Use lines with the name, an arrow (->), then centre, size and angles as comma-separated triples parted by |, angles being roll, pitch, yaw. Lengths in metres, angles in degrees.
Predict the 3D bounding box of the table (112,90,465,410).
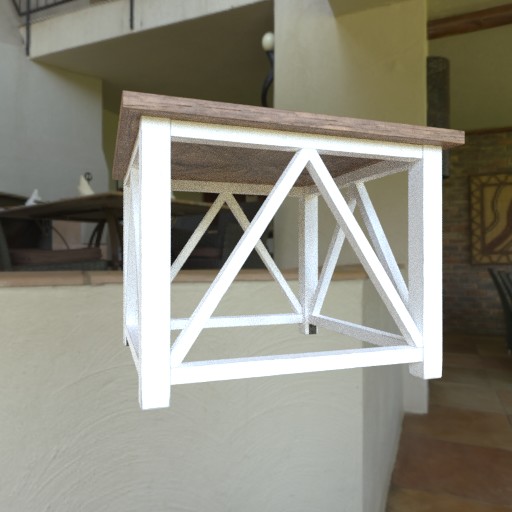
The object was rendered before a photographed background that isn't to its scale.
table -> 0.000, 0.000, 1.160 | 0.700, 0.532, 0.700 | 0, 0, -19
